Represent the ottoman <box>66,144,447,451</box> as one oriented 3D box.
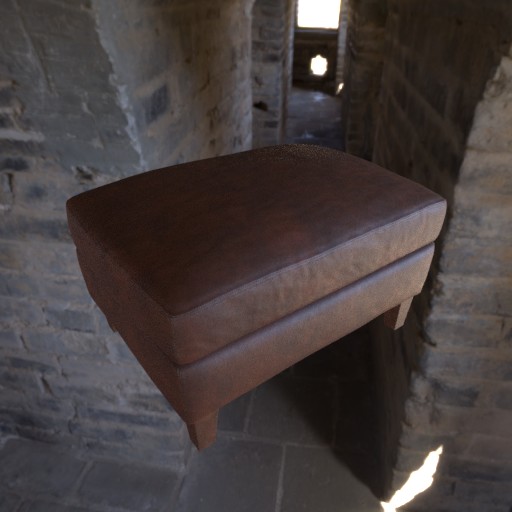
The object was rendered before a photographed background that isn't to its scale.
[{"bbox_3d":[0.000,0.000,1.292,0.887,0.527,0.659,-21,37,-31],"label":"ottoman"}]
